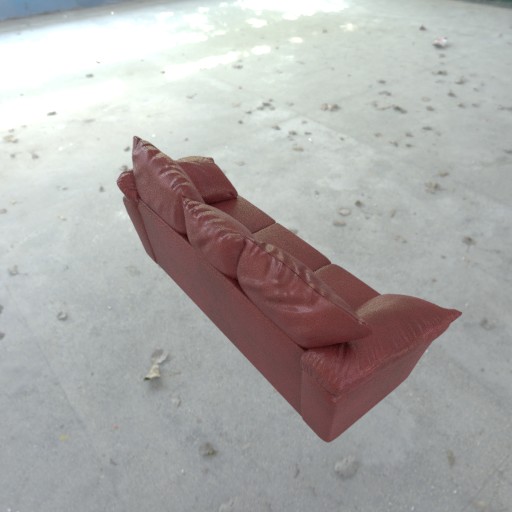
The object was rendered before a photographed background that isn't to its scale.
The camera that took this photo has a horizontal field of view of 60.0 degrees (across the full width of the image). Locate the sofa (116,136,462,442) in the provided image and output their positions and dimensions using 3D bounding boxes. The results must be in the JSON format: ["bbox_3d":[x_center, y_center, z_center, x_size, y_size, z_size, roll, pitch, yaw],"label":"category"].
[{"bbox_3d":[0.000,0.000,2.936,0.907,1.091,2.390,-27,47,-28],"label":"sofa"}]
